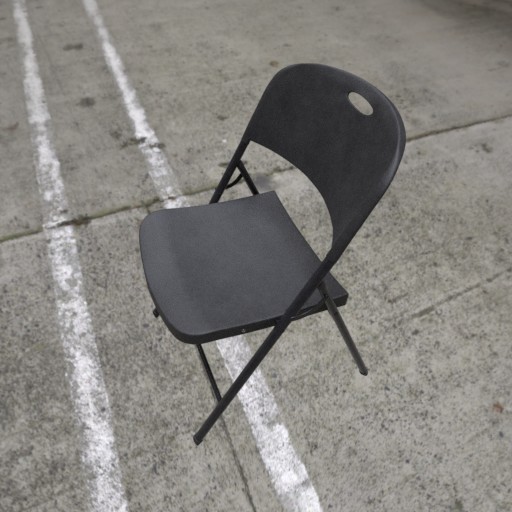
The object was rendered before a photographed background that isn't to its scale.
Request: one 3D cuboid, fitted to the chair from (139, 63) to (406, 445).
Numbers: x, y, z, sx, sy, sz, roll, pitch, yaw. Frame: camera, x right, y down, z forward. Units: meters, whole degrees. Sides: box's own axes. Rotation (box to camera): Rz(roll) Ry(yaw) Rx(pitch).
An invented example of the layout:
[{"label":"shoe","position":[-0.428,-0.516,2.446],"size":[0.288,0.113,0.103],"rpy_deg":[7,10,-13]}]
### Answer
[{"label":"chair","position":[0.000,0.000,1.149],"size":[0.566,0.810,0.494],"rpy_deg":[-17,49,-15]}]
